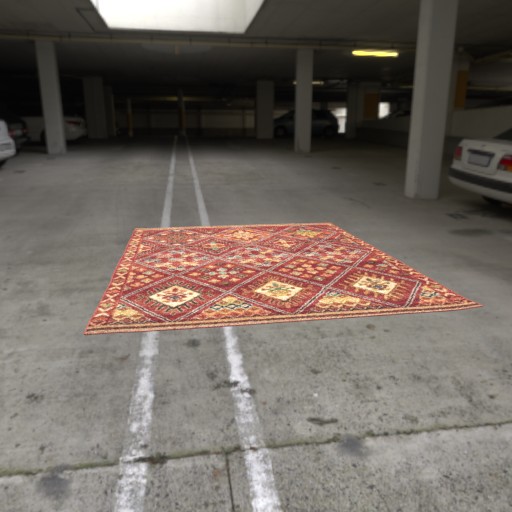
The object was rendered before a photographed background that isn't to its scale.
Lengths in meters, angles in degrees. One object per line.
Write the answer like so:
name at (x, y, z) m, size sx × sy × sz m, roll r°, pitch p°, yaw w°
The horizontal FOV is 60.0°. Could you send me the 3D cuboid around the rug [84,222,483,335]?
rug at (0.000, 0.000, 4.149) m, size 2.489 × 0.030 × 3.086 m, roll -2°, pitch 15°, yaw -9°
